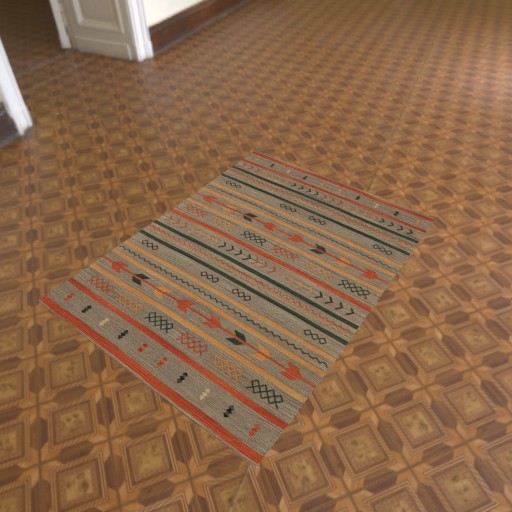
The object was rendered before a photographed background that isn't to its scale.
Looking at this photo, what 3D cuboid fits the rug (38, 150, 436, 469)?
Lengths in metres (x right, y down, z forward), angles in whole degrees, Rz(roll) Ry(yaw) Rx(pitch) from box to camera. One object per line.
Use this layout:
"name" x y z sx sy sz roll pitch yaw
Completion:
"rug" 0.000 0.000 4.052 2.263 0.022 3.029 27 50 26
